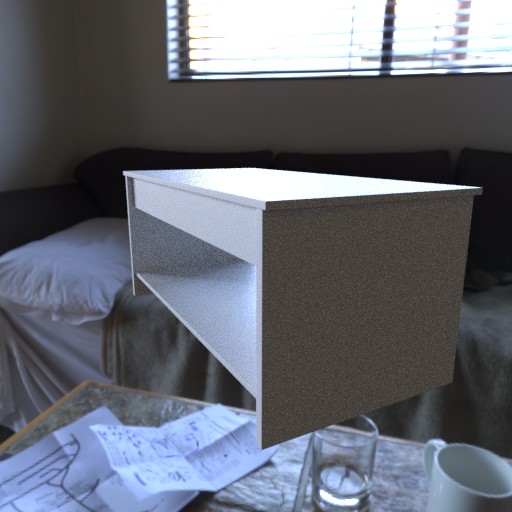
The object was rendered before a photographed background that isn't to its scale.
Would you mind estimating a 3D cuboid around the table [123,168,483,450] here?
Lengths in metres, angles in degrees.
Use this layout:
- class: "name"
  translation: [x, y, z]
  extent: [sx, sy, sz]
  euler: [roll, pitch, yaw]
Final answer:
- class: "table"
  translation: [0.000, 0.000, 1.257]
  extent: [0.500, 0.441, 1.000]
  euler: [-7, 15, -27]
